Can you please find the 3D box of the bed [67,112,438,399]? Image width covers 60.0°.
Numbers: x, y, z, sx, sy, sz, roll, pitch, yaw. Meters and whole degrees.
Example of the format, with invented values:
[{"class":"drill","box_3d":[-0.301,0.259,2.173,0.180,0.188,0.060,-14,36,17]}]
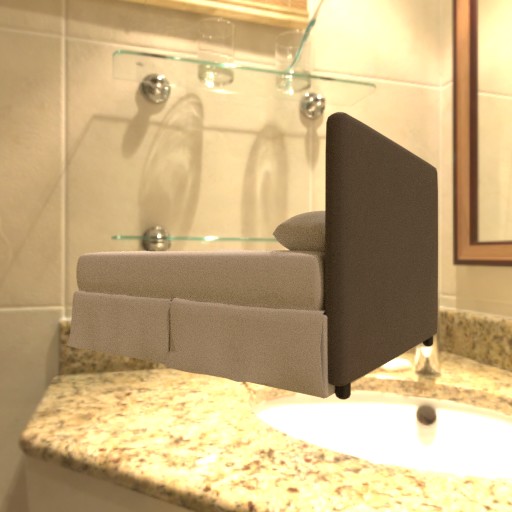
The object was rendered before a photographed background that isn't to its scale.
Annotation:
[{"class":"bed","box_3d":[0.000,0.000,3.225,2.142,1.330,1.723,0,0,36]}]
